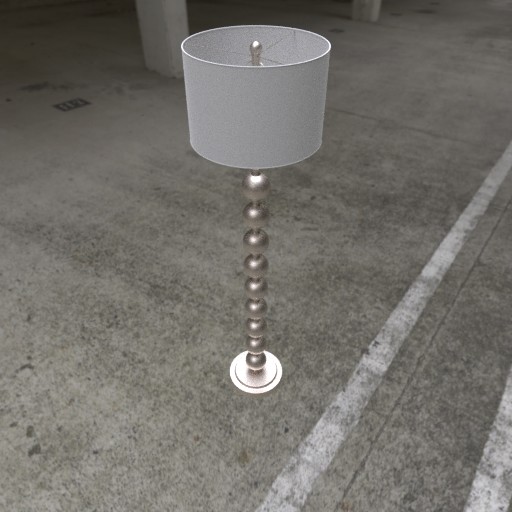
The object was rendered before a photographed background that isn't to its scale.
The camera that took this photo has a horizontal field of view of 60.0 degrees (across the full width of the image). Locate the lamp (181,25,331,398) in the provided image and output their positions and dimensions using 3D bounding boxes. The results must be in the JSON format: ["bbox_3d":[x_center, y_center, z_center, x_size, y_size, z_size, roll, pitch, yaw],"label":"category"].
[{"bbox_3d":[0.000,0.000,1.638,0.394,1.474,0.394,25,46,27],"label":"lamp"}]
